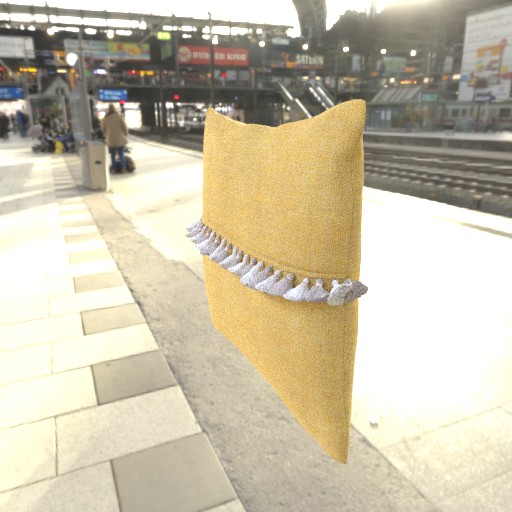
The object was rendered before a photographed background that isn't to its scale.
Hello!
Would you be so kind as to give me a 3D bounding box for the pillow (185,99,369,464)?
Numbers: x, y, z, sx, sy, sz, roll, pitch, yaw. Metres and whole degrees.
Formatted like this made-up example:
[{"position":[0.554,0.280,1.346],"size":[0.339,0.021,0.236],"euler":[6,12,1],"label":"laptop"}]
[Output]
[{"position":[0.000,0.000,0.740],"size":[0.167,0.481,0.485],"euler":[-9,19,-25],"label":"pillow"}]
